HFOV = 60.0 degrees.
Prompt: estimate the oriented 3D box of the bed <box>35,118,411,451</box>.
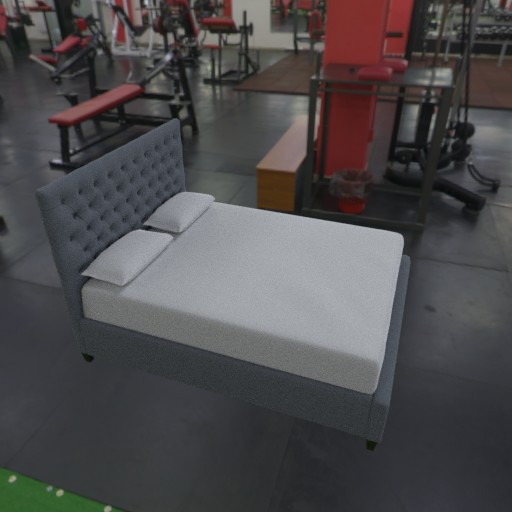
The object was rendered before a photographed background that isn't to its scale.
[{"bbox_3d":[0.000,0.000,3.334,2.231,1.427,1.698,11,34,17],"label":"bed"}]
